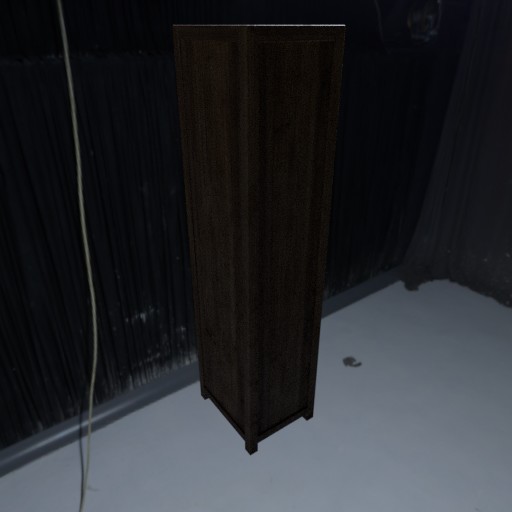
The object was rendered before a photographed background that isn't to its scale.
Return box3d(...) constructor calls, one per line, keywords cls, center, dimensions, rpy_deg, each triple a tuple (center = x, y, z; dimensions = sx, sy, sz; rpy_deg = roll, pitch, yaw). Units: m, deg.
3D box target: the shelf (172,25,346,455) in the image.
box3d(cls="shelf", center=(0.000, 0.000, 2.057), dimensions=(0.428, 1.900, 0.500), rpy_deg=(-18, 33, -31))
